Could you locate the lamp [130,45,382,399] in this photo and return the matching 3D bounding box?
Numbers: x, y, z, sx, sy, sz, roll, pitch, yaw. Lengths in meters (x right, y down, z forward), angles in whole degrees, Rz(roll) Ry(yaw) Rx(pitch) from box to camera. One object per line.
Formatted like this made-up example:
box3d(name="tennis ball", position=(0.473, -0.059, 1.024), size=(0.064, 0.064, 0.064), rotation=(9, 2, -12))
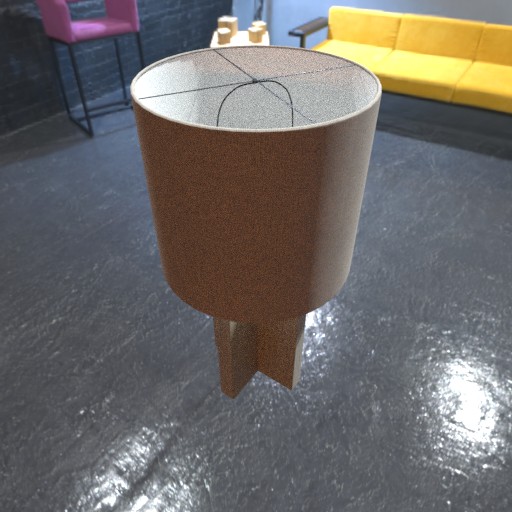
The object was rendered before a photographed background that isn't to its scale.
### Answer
box3d(name="lamp", position=(0.000, 0.000, 0.547), size=(0.229, 0.428, 0.229), rotation=(24, 46, 26))
